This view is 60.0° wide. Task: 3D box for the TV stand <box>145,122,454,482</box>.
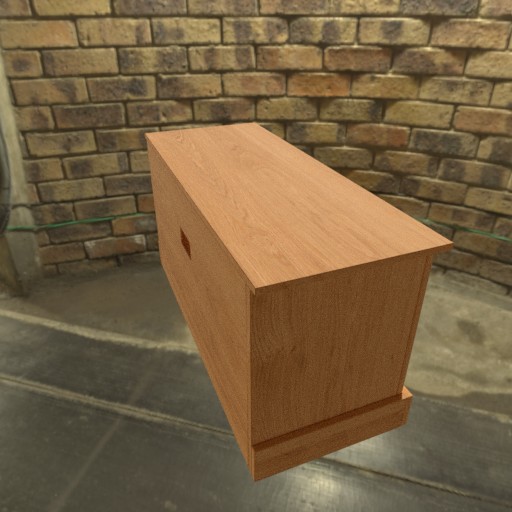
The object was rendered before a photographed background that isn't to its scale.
[{"bbox_3d":[0.000,0.000,1.395,0.440,0.550,1.080,-12,32,-19],"label":"TV stand"}]
